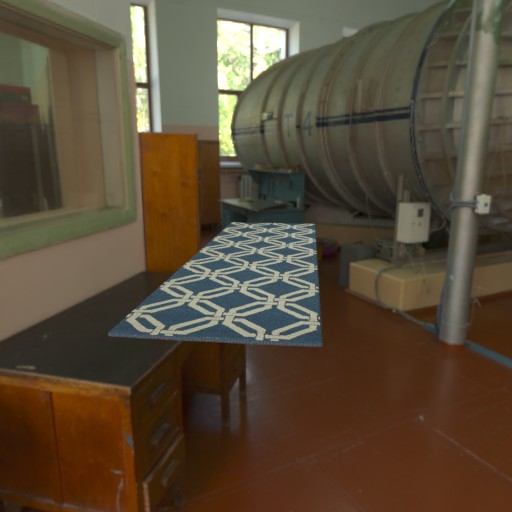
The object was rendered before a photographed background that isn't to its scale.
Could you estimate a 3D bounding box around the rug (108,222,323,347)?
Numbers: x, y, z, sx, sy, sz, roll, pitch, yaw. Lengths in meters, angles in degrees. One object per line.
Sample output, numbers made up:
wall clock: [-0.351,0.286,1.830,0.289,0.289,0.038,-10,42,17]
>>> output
rug: [0.000,0.000,2.465,0.678,0.014,2.276,2,13,7]
